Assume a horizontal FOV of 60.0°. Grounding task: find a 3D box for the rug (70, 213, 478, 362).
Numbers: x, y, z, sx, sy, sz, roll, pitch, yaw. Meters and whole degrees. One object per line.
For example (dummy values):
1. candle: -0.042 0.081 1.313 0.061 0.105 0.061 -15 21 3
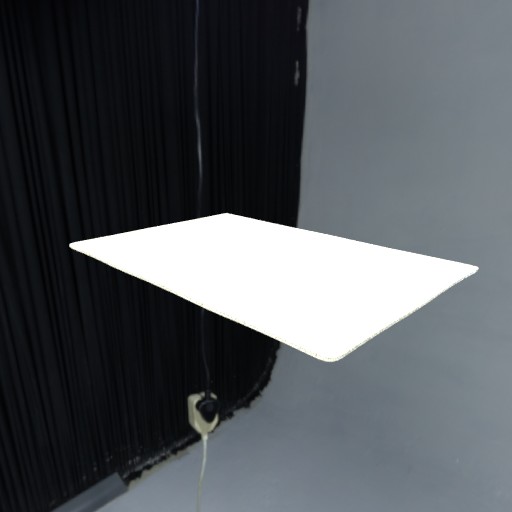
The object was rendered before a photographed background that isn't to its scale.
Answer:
1. rug: 0.000 0.000 3.442 2.698 0.025 1.798 16 23 42
